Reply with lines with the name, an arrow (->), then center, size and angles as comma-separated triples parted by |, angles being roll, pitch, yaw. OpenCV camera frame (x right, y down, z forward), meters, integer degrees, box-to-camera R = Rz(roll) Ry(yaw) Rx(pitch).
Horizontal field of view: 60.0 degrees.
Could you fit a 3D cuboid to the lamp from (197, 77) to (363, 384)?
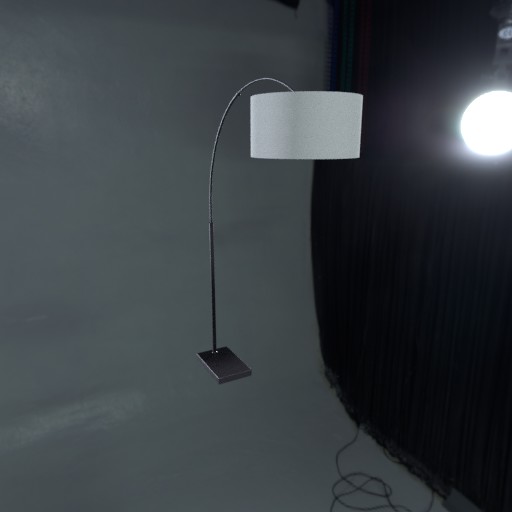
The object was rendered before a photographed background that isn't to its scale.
lamp -> 0.000, 0.000, 2.584 | 0.493, 1.927, 1.424 | -8, 17, -28
